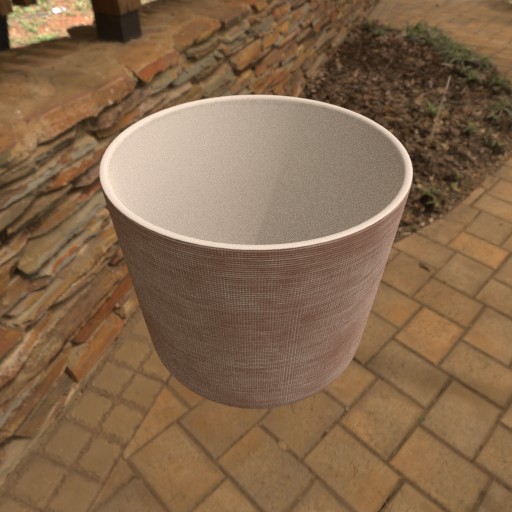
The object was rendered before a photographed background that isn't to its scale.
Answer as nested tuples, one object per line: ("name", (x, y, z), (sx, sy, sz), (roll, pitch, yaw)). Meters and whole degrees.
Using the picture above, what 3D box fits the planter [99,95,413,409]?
("planter", (0.000, 0.000, 0.772), (0.440, 0.398, 0.440), (0, 41, 0))
